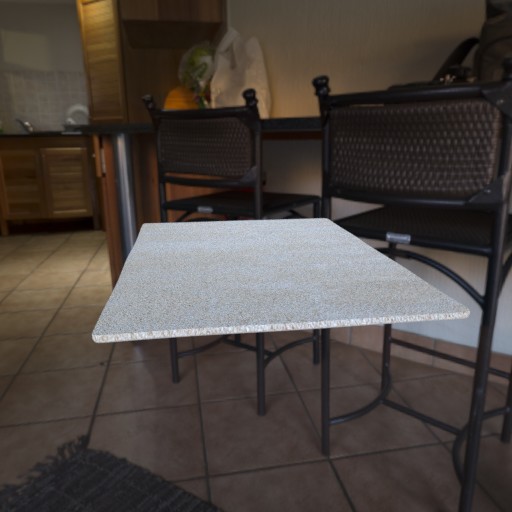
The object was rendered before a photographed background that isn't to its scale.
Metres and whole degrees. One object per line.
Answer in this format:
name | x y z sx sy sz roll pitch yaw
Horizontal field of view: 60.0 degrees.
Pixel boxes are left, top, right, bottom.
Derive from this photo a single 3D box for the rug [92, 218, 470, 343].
rug | 0.000 0.000 2.120 1.199 0.025 1.600 -2 16 -8
